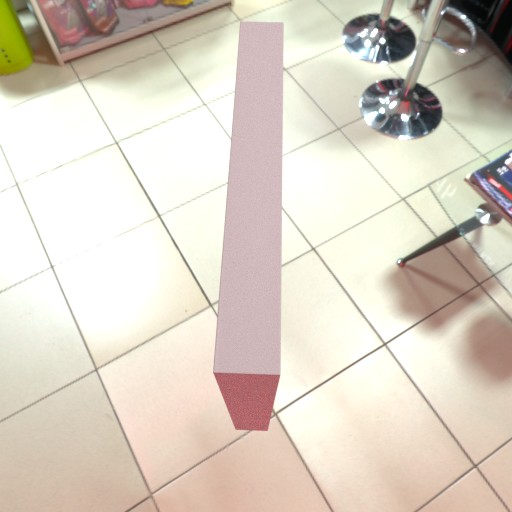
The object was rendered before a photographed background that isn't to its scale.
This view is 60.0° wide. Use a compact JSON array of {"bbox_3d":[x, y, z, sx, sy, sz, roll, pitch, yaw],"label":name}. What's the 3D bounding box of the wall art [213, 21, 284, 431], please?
[{"bbox_3d":[0.000,0.000,0.454,0.038,0.305,0.305,2,63,1],"label":"wall art"}]
